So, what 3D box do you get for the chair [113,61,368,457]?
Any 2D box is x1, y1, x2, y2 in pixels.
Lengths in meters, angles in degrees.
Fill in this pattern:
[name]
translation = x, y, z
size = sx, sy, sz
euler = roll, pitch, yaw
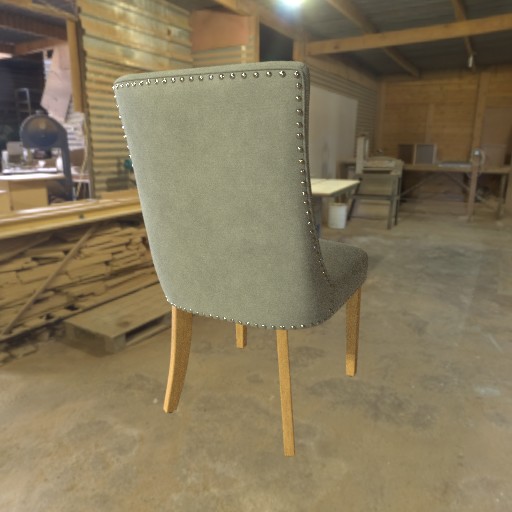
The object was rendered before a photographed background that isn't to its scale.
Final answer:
[chair]
translation = 0.000, 0.000, 1.228
size = 0.495, 0.902, 0.610
euler = 8, 17, 27
